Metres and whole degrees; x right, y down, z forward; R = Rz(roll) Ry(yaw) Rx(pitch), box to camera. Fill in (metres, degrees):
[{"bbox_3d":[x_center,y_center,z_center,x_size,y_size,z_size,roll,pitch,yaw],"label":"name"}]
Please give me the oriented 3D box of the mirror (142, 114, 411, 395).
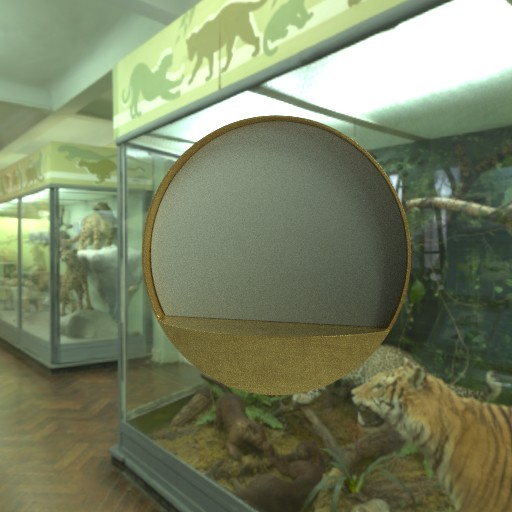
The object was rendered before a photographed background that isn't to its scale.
[{"bbox_3d":[0.000,0.000,0.690,0.457,0.457,0.133,0,1,18],"label":"mirror"}]
